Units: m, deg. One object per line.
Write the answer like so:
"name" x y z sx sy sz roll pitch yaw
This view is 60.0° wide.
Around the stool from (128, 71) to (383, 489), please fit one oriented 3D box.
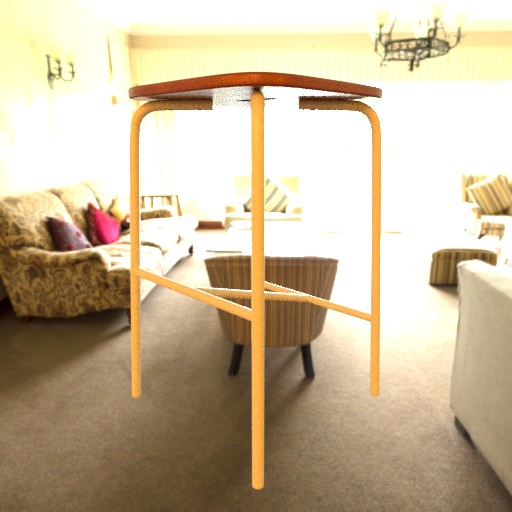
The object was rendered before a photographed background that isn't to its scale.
"stool" 0.000 0.000 0.862 0.376 0.610 0.376 14 21 42
